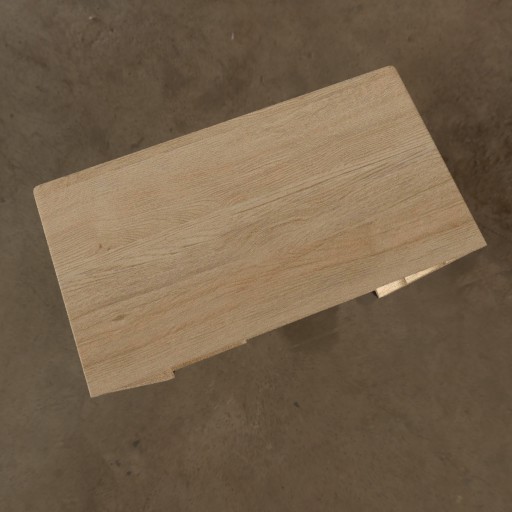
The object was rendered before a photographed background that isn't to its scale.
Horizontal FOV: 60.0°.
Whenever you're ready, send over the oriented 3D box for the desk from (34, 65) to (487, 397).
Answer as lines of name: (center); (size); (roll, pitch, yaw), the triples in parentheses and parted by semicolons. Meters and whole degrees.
desk: (0.000, 0.000, 1.345); (0.885, 0.770, 0.480); (-20, 77, -5)
